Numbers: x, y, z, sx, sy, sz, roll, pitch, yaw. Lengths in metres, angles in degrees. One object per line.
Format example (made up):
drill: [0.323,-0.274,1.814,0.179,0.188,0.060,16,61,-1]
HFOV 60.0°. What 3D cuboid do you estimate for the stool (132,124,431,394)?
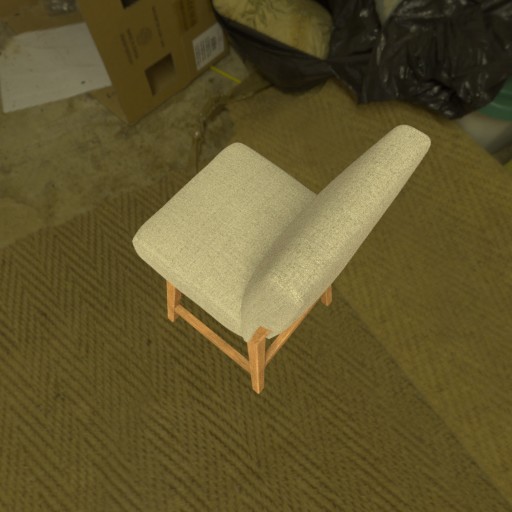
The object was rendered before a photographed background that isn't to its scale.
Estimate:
stool: [0.000,0.000,1.271,0.526,1.010,0.459,36,69,16]
